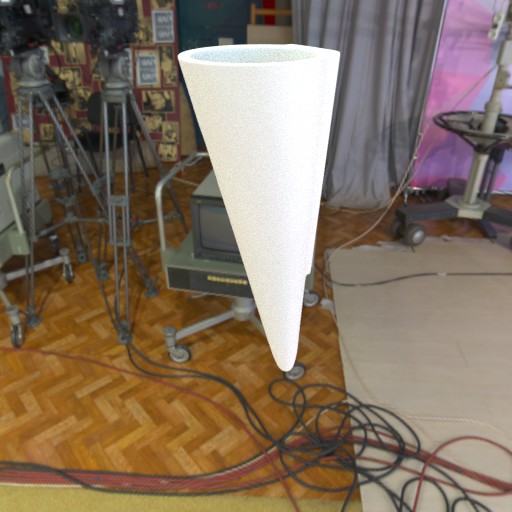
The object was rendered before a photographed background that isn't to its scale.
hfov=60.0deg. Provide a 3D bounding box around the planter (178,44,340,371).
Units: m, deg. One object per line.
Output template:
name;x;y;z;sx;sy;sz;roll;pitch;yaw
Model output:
planter;0.000;0.000;0.230;0.064;0.193;0.057;-20;37;-30
